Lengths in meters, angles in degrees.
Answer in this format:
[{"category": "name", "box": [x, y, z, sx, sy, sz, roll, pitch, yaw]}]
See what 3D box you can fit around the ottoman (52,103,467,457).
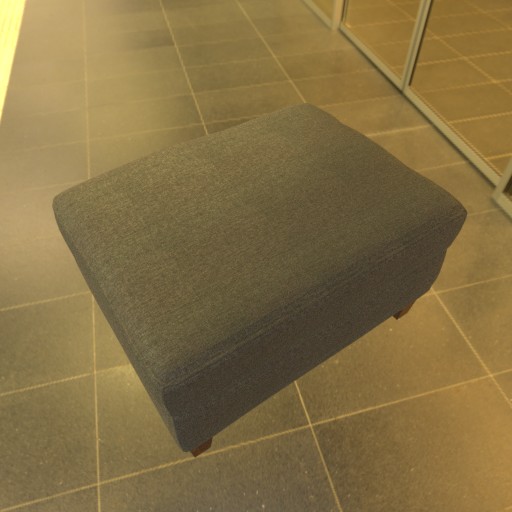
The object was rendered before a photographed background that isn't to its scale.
[{"category": "ottoman", "box": [0.000, 0.000, 1.193, 0.826, 0.496, 0.639, -27, 53, -22]}]
